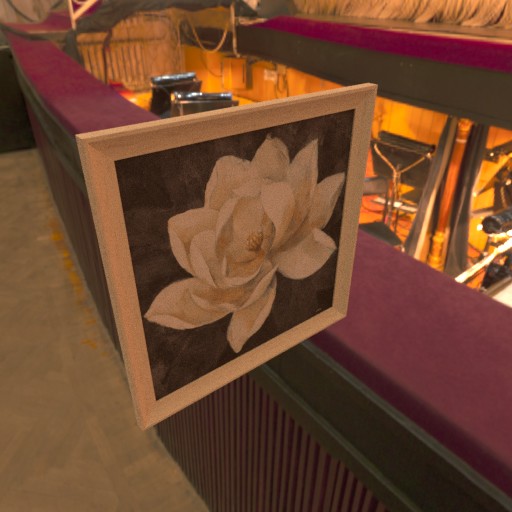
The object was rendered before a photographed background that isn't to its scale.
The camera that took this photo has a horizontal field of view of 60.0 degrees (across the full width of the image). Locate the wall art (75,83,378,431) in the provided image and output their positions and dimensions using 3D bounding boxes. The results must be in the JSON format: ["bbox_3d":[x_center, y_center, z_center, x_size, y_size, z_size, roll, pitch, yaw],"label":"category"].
[{"bbox_3d":[0.000,0.000,1.534,1.016,1.016,0.045,-22,38,-31],"label":"wall art"}]
